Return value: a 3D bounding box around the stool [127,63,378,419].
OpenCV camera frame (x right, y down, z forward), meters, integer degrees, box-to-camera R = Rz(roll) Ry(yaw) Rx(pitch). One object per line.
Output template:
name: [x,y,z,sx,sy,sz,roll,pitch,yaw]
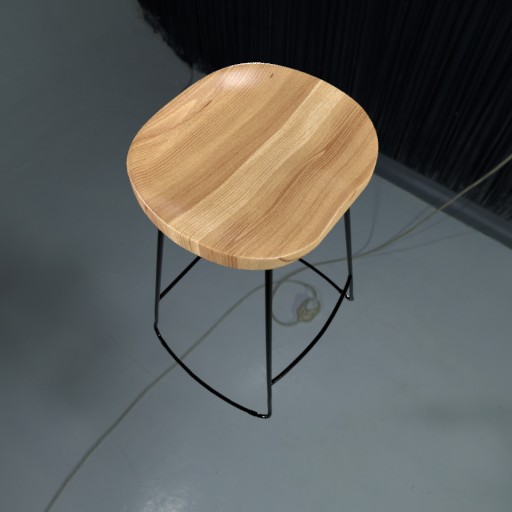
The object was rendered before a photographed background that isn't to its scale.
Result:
stool: [0.000,0.000,0.979,0.401,0.679,0.480,33,64,18]
